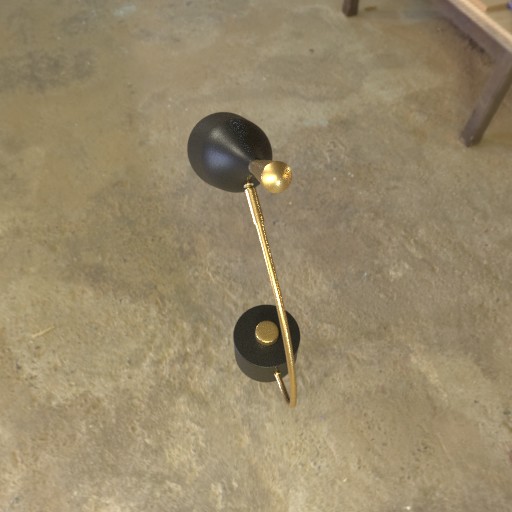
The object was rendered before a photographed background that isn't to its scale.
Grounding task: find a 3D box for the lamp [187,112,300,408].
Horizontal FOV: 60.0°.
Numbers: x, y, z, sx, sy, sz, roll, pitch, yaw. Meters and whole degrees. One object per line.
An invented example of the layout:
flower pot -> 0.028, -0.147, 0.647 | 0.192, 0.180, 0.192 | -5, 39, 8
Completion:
lamp -> 0.000, 0.000, 0.611 | 0.110, 0.464, 0.352 | -16, 59, -10
